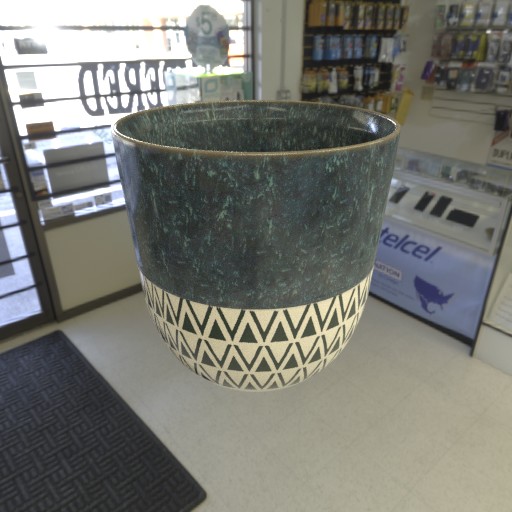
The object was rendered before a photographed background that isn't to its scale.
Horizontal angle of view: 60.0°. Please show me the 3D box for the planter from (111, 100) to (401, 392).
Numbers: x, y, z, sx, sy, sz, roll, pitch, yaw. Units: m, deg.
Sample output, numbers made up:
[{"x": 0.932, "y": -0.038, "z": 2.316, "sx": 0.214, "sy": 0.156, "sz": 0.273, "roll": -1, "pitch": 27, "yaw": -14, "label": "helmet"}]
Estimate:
[{"x": 0.000, "y": 0.000, "z": 0.358, "sx": 0.195, "sy": 0.214, "sz": 0.195, "roll": 0, "pitch": 27, "yaw": 0, "label": "planter"}]
